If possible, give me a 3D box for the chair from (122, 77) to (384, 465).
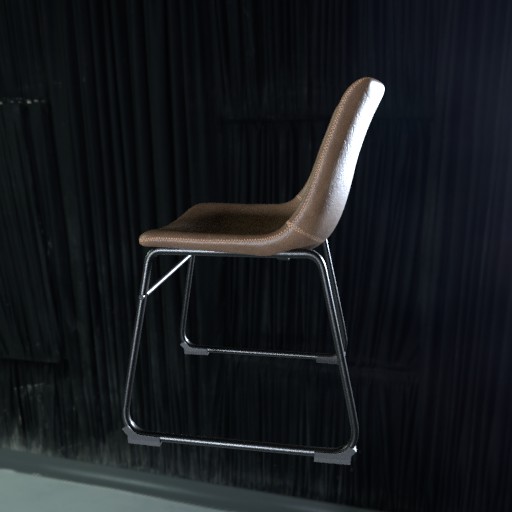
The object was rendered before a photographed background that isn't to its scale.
[{"bbox_3d":[0.000,0.000,1.091,0.551,0.780,0.460,2,15,8],"label":"chair"}]
